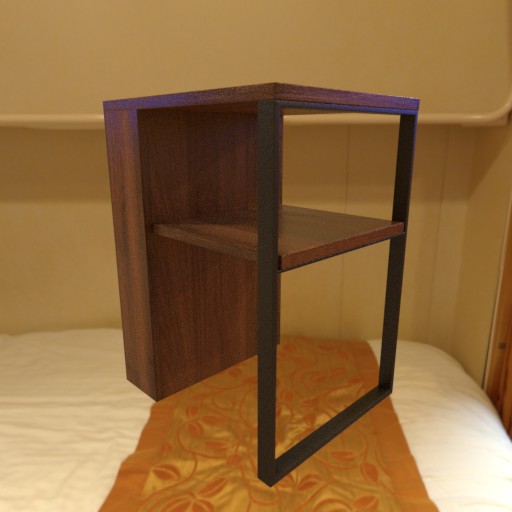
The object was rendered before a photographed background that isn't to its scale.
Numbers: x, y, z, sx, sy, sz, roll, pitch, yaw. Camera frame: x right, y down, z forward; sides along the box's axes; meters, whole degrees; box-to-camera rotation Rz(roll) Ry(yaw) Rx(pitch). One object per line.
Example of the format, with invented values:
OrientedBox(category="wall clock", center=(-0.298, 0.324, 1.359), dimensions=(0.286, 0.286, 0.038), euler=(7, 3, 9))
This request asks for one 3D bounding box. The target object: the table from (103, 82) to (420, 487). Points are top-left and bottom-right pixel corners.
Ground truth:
OrientedBox(category="table", center=(0.000, 0.000, 1.564), dimensions=(0.660, 1.041, 0.786), euler=(-15, 21, -43))
